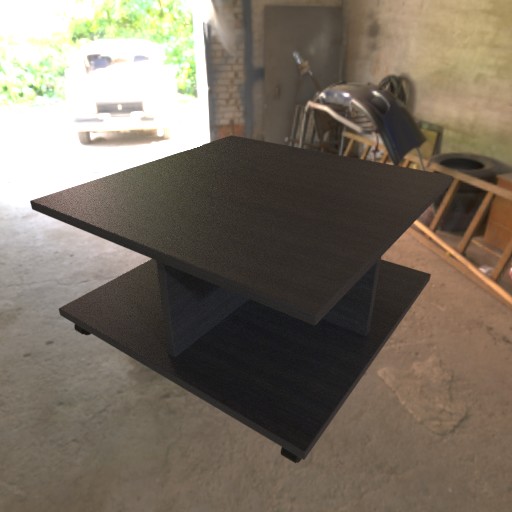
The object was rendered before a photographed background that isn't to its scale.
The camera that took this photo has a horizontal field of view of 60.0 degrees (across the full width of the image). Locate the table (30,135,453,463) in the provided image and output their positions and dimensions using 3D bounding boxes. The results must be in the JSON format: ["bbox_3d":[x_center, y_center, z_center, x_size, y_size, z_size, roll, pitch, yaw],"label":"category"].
[{"bbox_3d":[0.000,0.000,1.213,0.762,0.396,0.762,19,34,31],"label":"table"}]
